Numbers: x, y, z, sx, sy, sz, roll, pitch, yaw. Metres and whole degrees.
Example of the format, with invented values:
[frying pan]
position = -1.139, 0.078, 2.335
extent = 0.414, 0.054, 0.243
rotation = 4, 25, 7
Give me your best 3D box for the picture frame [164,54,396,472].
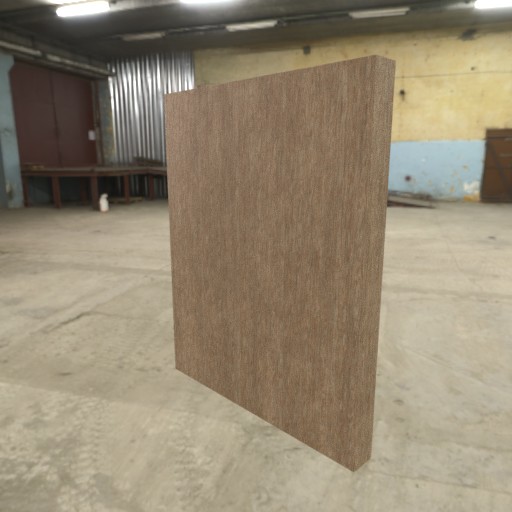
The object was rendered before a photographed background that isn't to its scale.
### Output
[picture frame]
position = 0.000, 0.000, 0.706
extent = 0.043, 0.526, 0.424
rotation = -12, 17, -43
